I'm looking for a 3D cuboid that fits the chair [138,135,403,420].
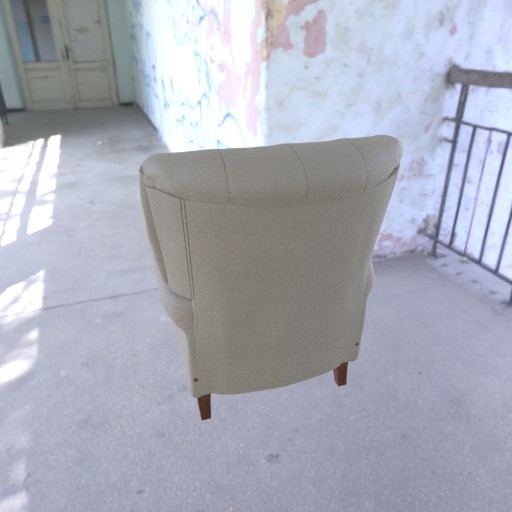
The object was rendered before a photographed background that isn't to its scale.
[{"bbox_3d":[0.000,0.000,1.951,0.943,1.158,1.059,-8,29,-16],"label":"chair"}]
